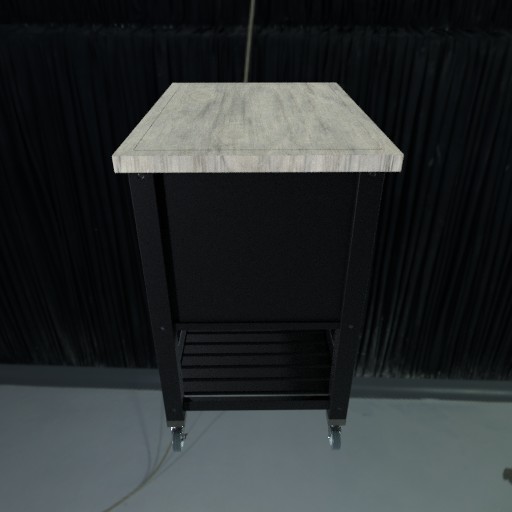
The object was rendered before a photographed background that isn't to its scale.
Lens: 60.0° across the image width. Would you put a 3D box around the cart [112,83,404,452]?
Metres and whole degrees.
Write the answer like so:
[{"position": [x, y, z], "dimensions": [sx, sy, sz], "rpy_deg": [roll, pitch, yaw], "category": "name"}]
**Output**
[{"position": [0.000, 0.000, 1.429], "dimensions": [0.567, 0.920, 0.797], "rpy_deg": [0, 31, -1], "category": "cart"}]
